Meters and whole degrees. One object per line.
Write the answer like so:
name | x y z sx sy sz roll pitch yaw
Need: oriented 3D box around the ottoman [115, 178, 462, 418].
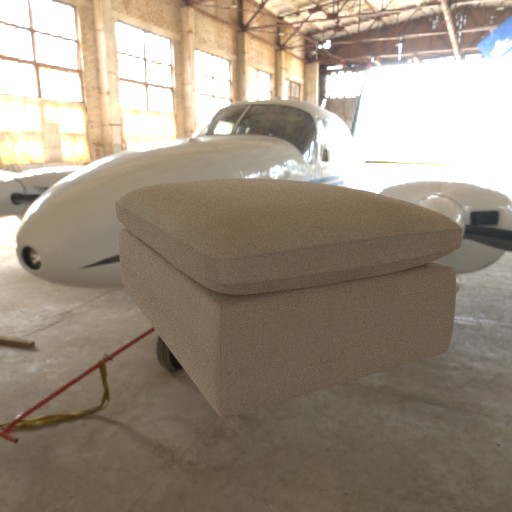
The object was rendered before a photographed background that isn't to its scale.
ottoman | 0.000 0.000 1.367 0.686 0.453 0.984 -7 15 -26
